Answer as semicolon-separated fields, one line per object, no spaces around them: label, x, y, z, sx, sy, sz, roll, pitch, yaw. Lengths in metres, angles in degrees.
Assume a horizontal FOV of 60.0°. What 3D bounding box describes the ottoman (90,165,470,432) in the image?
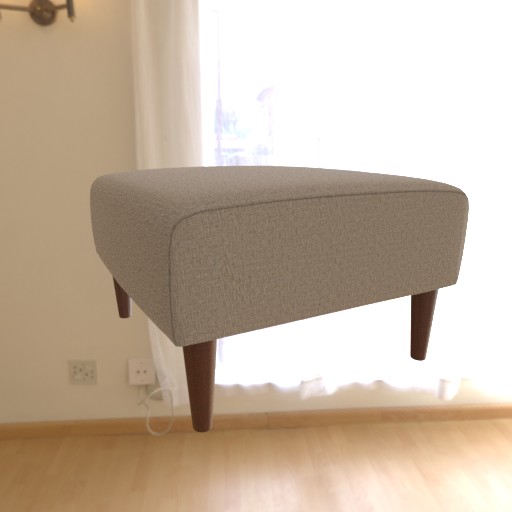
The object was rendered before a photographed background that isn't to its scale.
ottoman;0.000;0.000;1.037;0.648;0.399;0.655;-8;16;-28
